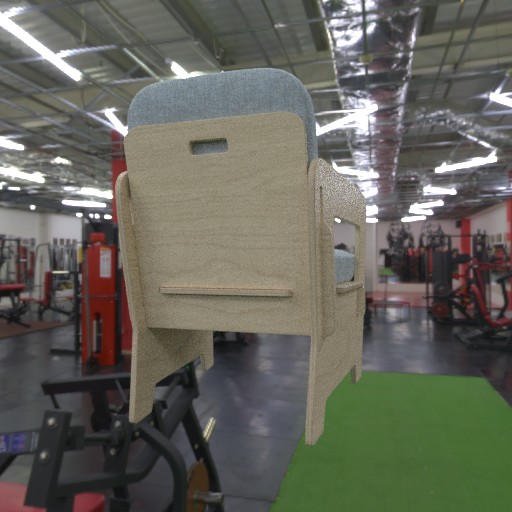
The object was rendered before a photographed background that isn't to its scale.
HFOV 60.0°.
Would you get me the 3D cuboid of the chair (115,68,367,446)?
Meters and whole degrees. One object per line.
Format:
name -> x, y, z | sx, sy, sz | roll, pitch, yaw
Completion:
chair -> 0.000, 0.000, 1.280 | 0.590, 0.800, 0.710 | 0, 0, 18
